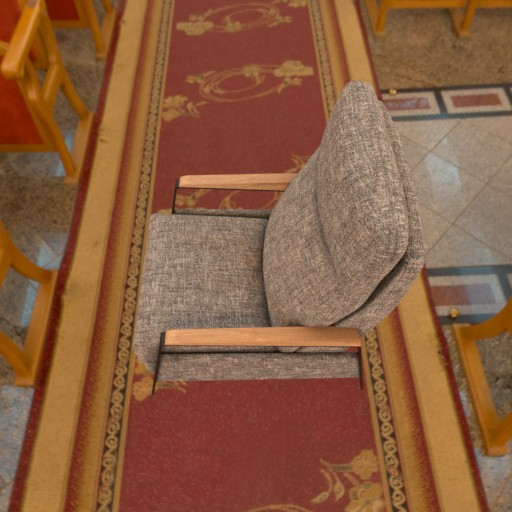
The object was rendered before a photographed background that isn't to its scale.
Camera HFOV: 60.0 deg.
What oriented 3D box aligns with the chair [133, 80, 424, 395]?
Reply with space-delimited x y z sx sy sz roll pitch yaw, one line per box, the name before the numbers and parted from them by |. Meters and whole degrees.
chair | 0.000 0.000 1.556 0.868 1.042 0.671 -1 58 -1
